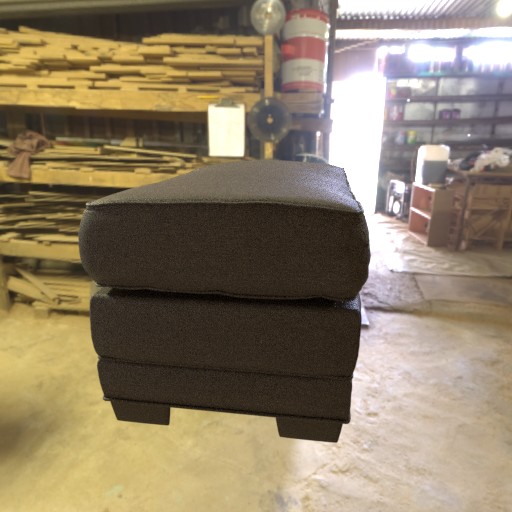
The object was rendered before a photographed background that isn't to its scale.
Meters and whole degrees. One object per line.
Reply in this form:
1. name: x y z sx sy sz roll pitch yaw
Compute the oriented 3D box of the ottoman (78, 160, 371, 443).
1. ottoman: 0.000 0.000 1.135 0.490 0.448 0.864 2 16 8
